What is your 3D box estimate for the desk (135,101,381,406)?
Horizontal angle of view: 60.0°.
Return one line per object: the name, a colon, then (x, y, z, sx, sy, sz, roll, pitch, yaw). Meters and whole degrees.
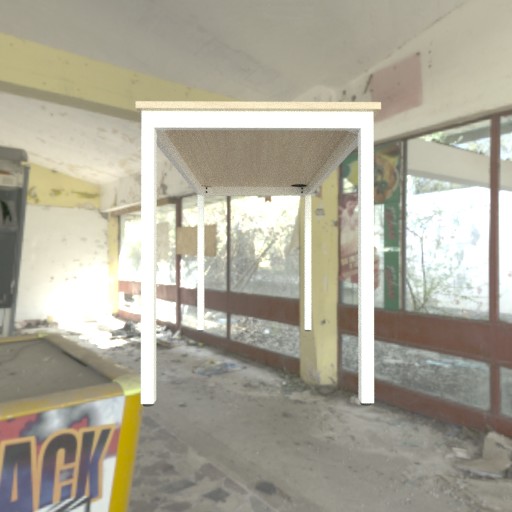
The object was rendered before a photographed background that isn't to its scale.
desk: (0.000, 0.000, 1.679, 0.600, 0.750, 1.200, 0, 0, -1)
